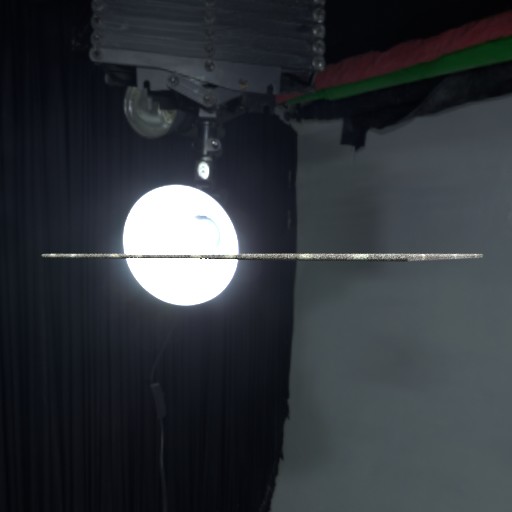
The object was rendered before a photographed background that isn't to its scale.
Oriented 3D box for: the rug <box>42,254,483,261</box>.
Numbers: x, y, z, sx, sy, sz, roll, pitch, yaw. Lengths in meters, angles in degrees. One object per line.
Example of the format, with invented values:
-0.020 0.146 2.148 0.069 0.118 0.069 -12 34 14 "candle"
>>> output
0.000 0.000 2.784 2.348 0.025 1.501 0 0 36 "rug"
